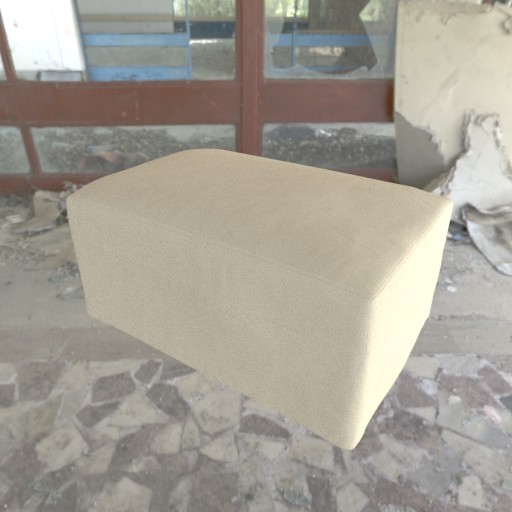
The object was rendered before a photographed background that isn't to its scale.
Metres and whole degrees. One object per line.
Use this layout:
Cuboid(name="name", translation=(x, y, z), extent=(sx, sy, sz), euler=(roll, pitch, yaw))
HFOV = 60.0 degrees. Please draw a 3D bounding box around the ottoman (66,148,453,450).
Cuboid(name="ottoman", translation=(0.000, 0.000, 1.222), extent=(0.872, 0.444, 0.590), euler=(18, 34, 29))
